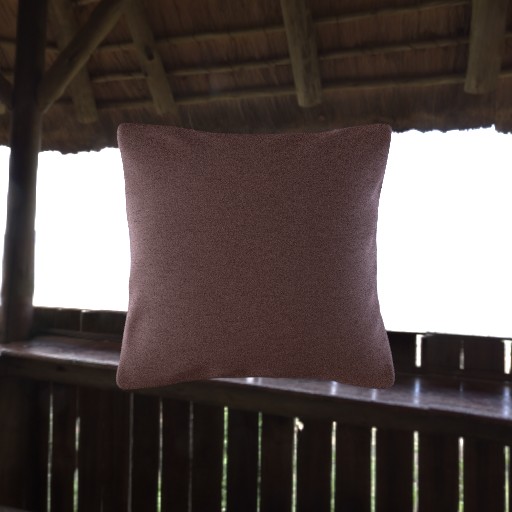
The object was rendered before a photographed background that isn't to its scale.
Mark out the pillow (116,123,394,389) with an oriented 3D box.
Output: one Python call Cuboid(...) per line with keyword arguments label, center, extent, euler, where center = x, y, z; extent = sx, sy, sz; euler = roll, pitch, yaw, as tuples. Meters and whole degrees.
Cuboid(label="pillow", center=(0.000, 0.000, 0.692), extent=(0.432, 0.415, 0.246), euler=(0, -1, -1))
